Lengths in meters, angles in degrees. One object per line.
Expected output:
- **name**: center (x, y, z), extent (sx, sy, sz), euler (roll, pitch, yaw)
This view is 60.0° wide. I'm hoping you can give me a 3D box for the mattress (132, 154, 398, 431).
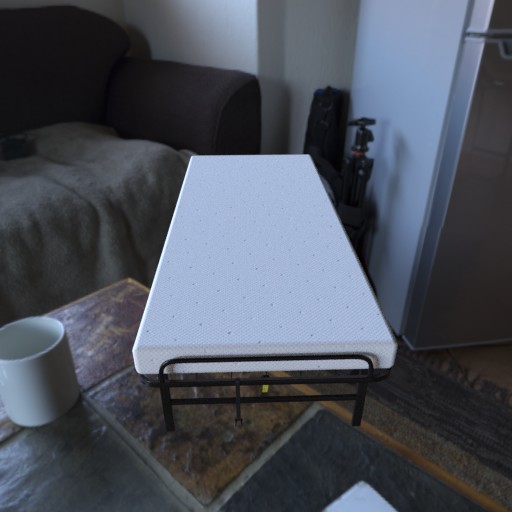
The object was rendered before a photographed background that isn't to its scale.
- **mattress**: center (0.000, 0.000, 2.478), extent (0.922, 0.519, 2.153), euler (-1, 30, -2)
